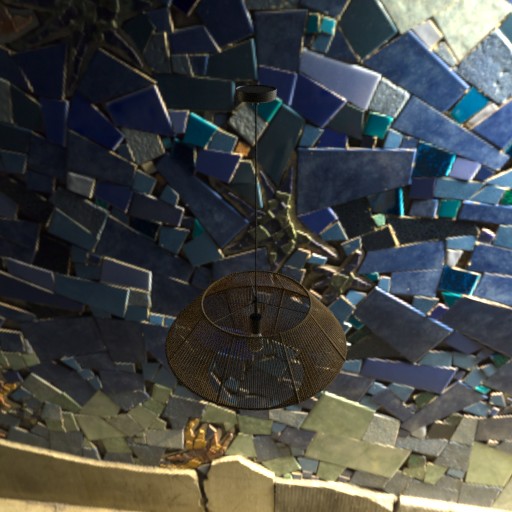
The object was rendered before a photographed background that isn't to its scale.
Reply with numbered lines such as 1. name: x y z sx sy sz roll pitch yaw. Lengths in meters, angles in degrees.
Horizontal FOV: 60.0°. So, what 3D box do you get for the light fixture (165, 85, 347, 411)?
1. light fixture: 0.000 0.000 1.404 0.643 1.009 0.643 0 31 0
